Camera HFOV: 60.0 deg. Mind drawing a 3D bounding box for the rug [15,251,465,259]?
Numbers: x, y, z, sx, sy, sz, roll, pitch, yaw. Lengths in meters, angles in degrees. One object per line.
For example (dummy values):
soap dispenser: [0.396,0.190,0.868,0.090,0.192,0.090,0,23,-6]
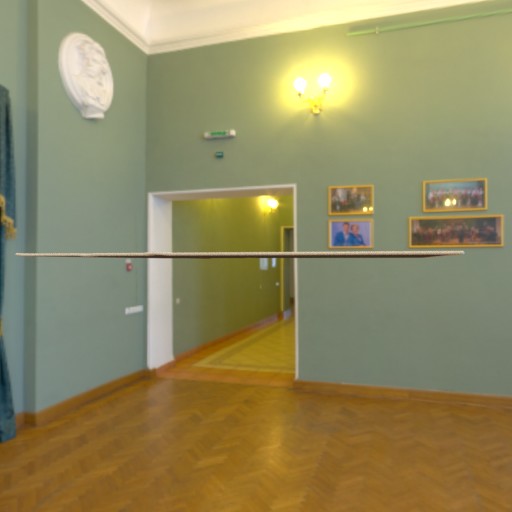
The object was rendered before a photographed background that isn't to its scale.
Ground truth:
rug: [0.000,0.000,4.725,3.659,0.037,2.734,0,-1,16]
